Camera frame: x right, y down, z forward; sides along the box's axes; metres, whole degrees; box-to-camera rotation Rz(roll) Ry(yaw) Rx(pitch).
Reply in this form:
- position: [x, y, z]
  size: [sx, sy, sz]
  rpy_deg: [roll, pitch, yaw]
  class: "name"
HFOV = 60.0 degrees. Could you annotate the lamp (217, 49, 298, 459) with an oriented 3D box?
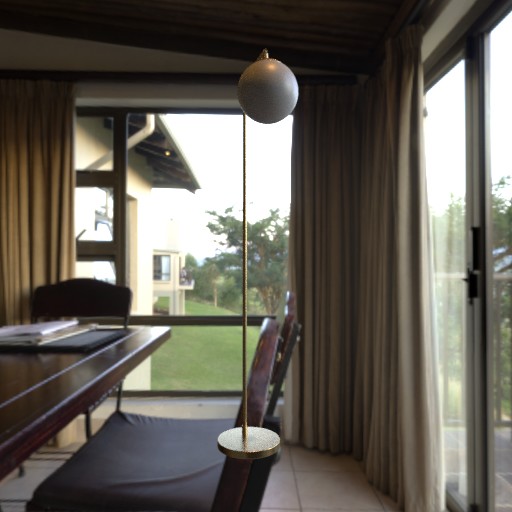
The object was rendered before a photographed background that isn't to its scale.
- position: [0.000, 0.000, 1.689]
  size: [0.249, 1.505, 0.476]
  rpy_deg: [0, -1, -19]
  class: "lamp"
